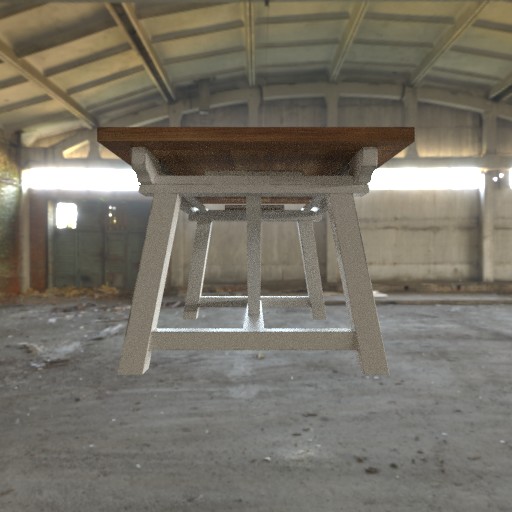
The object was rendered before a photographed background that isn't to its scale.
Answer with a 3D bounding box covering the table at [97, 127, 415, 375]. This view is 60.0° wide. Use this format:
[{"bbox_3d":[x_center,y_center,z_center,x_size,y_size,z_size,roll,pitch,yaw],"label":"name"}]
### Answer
[{"bbox_3d":[0.000,0.000,2.034,0.922,0.743,1.503,0,0,0],"label":"table"}]
